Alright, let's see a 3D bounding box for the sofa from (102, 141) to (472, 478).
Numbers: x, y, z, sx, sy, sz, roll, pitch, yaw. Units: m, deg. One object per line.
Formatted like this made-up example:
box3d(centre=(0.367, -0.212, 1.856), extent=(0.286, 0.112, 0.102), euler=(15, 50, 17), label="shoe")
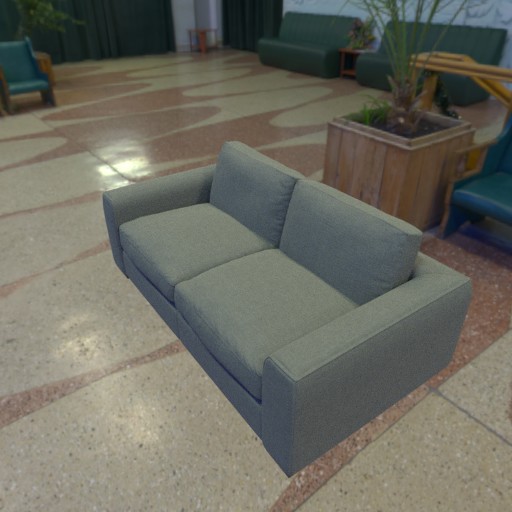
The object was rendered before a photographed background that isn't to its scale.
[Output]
box3d(centre=(0.000, 0.000, 2.438), extent=(1.069, 0.800, 1.920), euler=(-21, 38, -29), label="sofa")
